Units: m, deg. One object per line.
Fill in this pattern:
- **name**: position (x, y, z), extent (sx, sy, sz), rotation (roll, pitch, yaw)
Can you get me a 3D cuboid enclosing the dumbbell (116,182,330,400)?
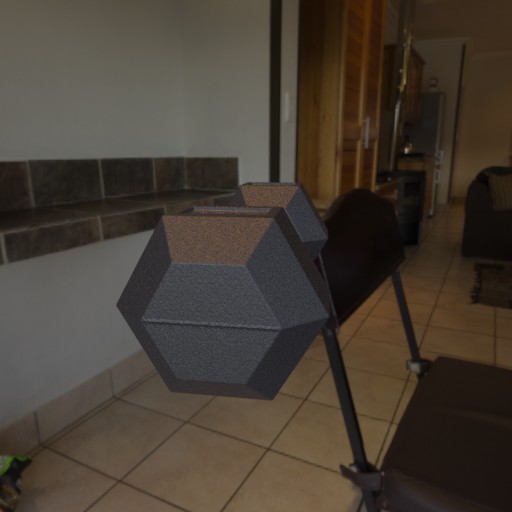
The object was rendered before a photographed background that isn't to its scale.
- **dumbbell**: position (0.000, 0.000, 0.328), extent (0.106, 0.092, 0.272), rotation (2, 13, 9)
